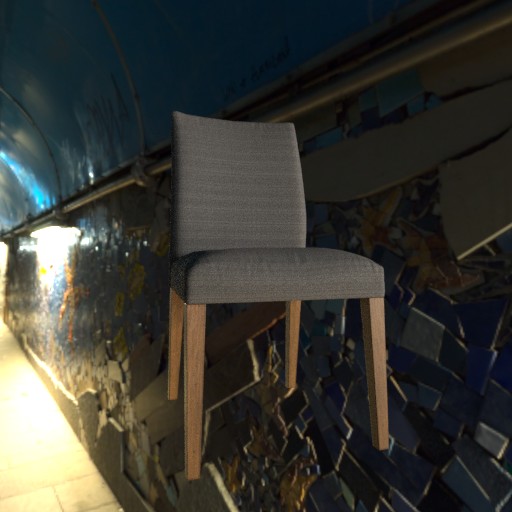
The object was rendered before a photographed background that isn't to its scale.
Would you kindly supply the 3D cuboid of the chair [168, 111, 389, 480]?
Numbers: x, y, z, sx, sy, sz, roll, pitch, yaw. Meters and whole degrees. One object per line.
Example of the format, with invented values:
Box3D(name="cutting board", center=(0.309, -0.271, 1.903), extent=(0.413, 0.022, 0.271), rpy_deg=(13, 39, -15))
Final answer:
Box3D(name="chair", center=(0.000, 0.000, 1.284), extent=(0.496, 0.940, 0.585), rpy_deg=(0, 0, -18))
